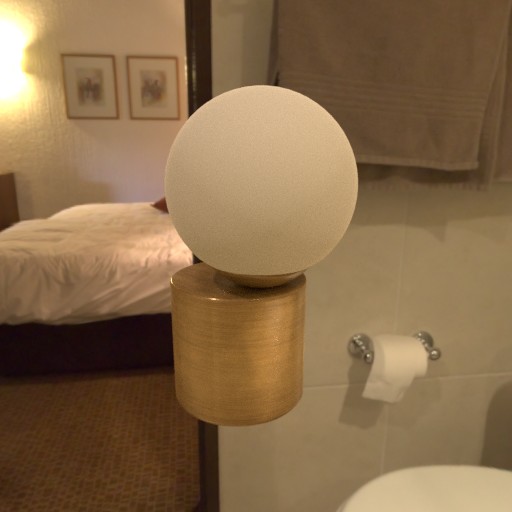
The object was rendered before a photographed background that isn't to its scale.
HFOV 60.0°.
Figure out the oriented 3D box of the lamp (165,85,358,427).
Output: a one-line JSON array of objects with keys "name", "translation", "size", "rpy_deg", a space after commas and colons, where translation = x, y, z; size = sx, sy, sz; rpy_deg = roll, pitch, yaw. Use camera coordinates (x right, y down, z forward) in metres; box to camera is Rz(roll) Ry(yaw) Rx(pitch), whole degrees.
[{"name": "lamp", "translation": [0.000, 0.000, 0.349], "size": [0.152, 0.250, 0.141], "rpy_deg": [14, 21, 43]}]
